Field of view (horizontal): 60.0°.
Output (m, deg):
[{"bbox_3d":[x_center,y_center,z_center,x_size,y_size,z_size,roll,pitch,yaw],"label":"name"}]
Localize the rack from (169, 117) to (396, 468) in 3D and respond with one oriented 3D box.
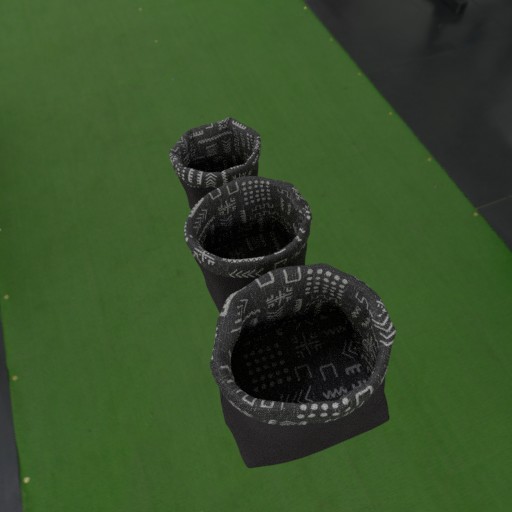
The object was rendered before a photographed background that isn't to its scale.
[{"bbox_3d":[0.000,0.000,1.103,0.379,0.323,0.905,-17,60,-10],"label":"rack"}]
